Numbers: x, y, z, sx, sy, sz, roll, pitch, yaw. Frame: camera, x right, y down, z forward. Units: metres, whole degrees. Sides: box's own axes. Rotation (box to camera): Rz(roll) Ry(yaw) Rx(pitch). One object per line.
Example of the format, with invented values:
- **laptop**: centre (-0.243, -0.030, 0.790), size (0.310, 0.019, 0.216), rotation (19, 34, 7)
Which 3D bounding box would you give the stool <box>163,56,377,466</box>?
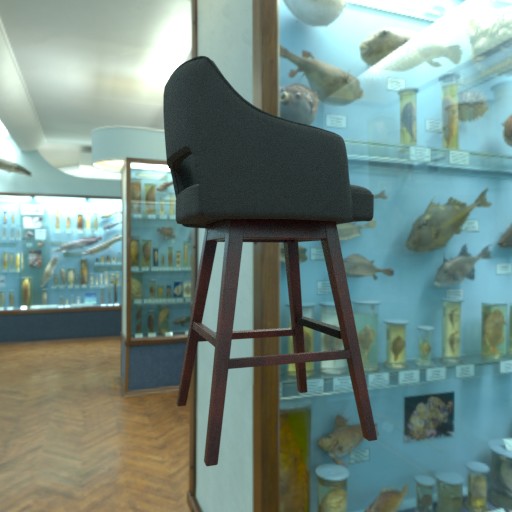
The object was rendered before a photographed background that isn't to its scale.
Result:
- **stool**: centre (0.000, 0.000, 1.354), size (0.558, 1.012, 0.548), rotation (0, 0, -19)
